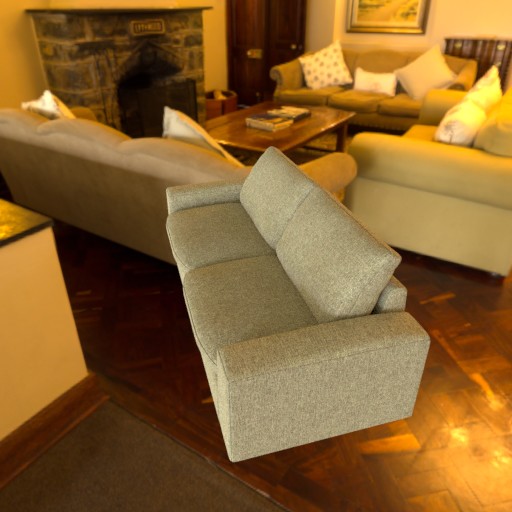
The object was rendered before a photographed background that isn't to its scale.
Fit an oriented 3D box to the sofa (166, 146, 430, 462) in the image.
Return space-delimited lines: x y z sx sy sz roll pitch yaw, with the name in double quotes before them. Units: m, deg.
"sofa" 0.000 0.000 2.943 1.040 0.922 2.299 -8 31 -14
